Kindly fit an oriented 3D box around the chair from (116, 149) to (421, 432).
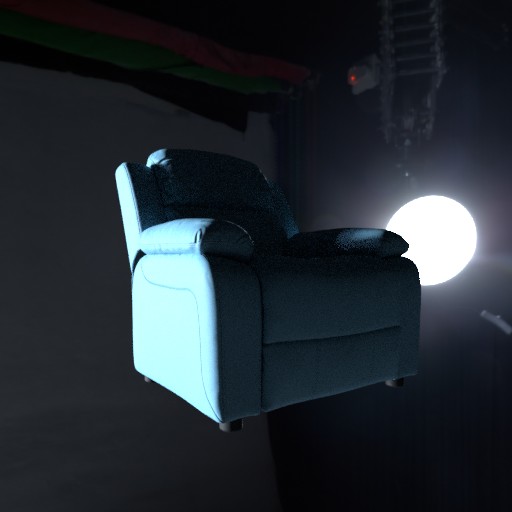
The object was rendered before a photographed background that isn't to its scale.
[{"bbox_3d":[0.000,0.000,1.273,0.680,0.702,0.709,0,0,-36],"label":"chair"}]
